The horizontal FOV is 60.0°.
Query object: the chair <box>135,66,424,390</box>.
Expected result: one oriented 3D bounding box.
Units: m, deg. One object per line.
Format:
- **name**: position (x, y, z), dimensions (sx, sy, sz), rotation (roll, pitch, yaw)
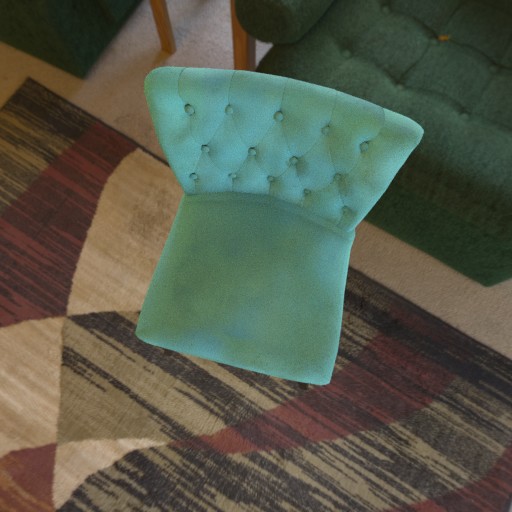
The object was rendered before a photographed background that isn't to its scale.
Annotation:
- **chair**: position (0.000, 0.000, 1.189), dimensions (0.582, 0.750, 0.605), rotation (13, 74, 4)
